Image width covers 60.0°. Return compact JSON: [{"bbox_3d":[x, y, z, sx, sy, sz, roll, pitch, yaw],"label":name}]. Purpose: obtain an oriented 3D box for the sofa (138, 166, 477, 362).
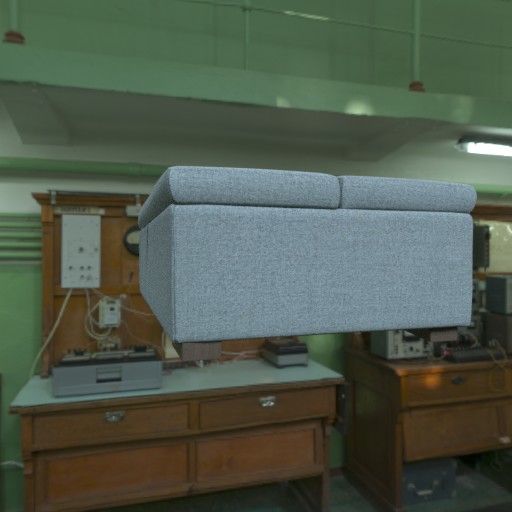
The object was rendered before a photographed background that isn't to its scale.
[{"bbox_3d":[0.000,0.000,1.600,0.817,0.434,1.250,0,0,-18],"label":"sofa"}]
